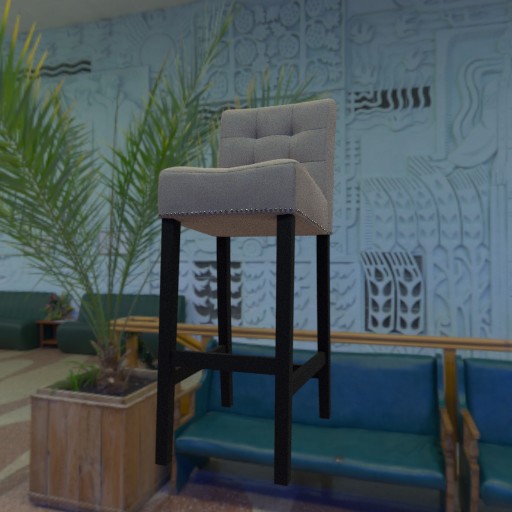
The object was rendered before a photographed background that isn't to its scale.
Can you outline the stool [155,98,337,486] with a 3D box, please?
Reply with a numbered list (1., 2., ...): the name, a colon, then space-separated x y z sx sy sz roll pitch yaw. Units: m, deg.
1. stool: 0.000 0.000 1.314 0.411 1.047 0.548 0 0 19
